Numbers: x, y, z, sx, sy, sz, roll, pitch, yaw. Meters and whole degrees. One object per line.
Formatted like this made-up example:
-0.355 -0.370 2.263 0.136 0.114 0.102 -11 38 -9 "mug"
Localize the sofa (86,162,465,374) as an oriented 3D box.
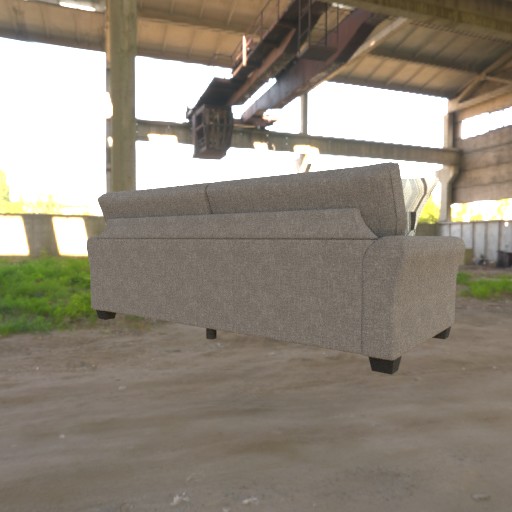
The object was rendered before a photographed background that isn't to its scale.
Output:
0.000 0.000 2.530 2.032 0.813 0.889 2 3 38 "sofa"
